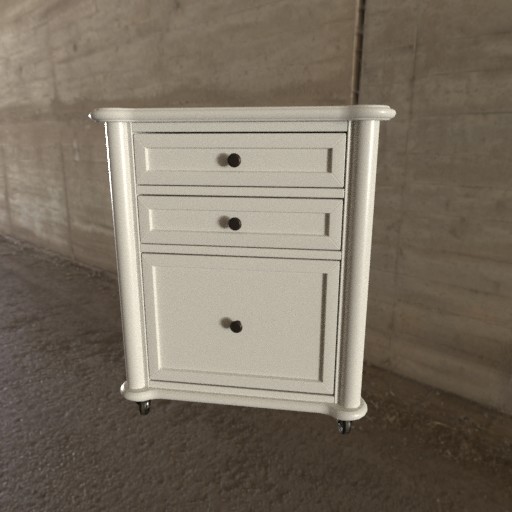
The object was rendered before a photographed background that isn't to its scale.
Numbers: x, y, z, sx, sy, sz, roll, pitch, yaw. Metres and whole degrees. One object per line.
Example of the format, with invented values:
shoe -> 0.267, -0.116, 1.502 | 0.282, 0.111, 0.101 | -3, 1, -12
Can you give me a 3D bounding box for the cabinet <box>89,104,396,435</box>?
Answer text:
cabinet -> 0.000, 0.000, 1.251 | 0.628, 0.761, 0.627 | 2, 15, 9
